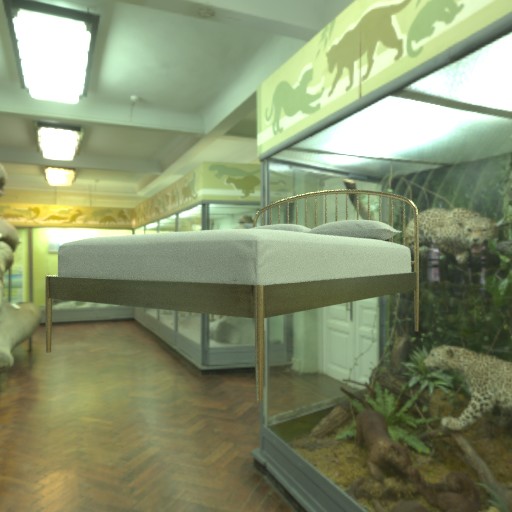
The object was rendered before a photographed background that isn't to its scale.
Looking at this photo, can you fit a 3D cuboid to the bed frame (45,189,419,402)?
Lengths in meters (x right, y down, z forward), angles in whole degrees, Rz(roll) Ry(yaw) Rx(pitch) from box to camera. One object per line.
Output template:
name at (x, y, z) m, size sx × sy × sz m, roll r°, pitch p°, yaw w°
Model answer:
bed frame at (0.000, 0.000, 3.088) m, size 1.612 × 1.175 × 2.152 m, roll 0°, pitch 0°, yaw 36°
